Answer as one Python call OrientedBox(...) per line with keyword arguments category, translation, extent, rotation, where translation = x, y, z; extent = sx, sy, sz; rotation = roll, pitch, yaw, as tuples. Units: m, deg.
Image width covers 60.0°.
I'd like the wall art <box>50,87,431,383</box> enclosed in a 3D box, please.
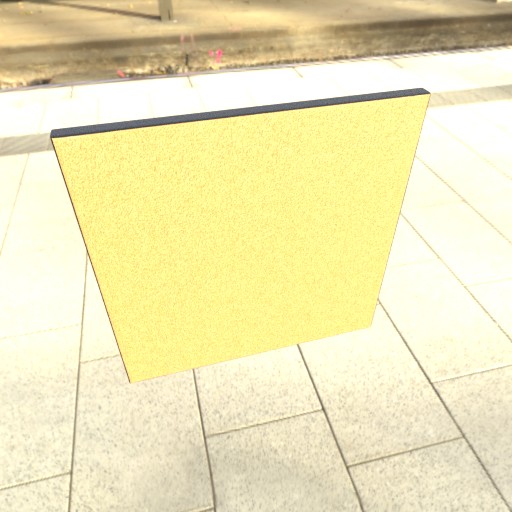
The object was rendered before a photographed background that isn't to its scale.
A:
OrientedBox(category="wall art", translation=(0.000, 0.000, 0.667), extent=(0.456, 0.453, 0.022), rotation=(-11, 42, -12))
